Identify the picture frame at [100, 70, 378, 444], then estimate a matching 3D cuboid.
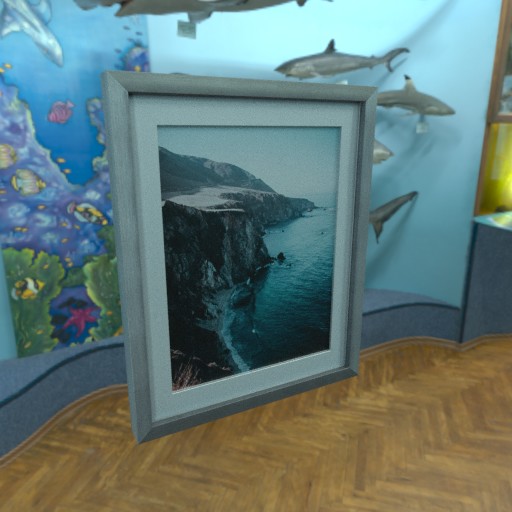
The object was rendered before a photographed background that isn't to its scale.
[{"bbox_3d":[0.000,0.000,0.752,0.449,0.555,0.046,-8,18,-27],"label":"picture frame"}]
